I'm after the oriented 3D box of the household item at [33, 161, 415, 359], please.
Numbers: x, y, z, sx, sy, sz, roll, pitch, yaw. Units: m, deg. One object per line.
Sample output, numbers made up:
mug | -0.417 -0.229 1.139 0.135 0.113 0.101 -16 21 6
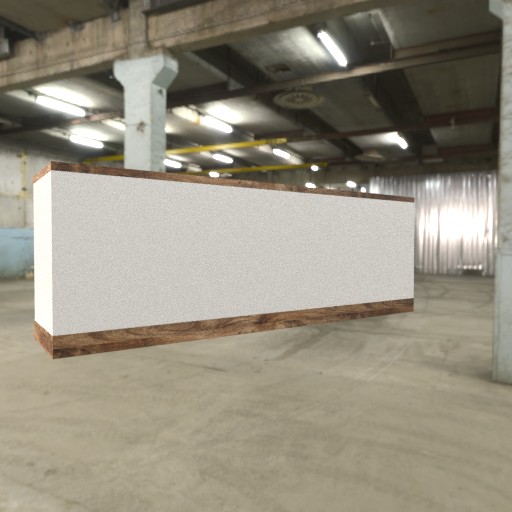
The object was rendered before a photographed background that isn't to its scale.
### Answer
household item | 0.000 0.000 2.042 1.800 0.615 0.390 -1 2 -34
